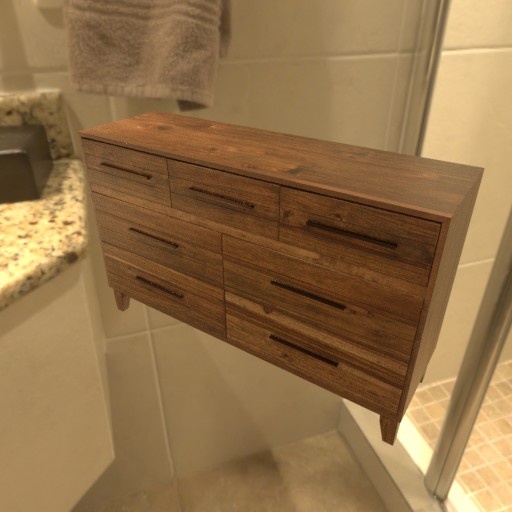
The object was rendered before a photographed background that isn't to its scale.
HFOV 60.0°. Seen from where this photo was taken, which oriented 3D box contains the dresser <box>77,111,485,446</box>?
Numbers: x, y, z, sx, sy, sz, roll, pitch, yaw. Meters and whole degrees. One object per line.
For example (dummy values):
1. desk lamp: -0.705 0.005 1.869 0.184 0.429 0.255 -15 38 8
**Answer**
1. dresser: 0.000 0.000 1.764 1.400 0.873 0.446 19 35 29
